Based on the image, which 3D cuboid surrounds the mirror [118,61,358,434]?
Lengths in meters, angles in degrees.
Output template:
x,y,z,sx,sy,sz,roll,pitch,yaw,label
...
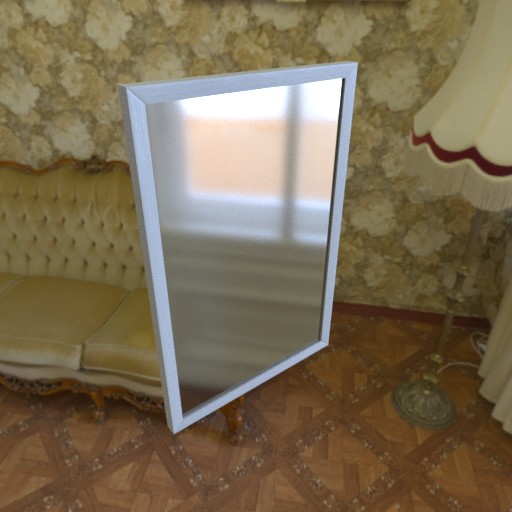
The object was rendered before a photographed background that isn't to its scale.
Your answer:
x,y,z,sx,sy,sz,roll,pitch,yaw,label
0.000,0.000,1.181,0.609,0.915,0.040,-21,36,-32,mirror
